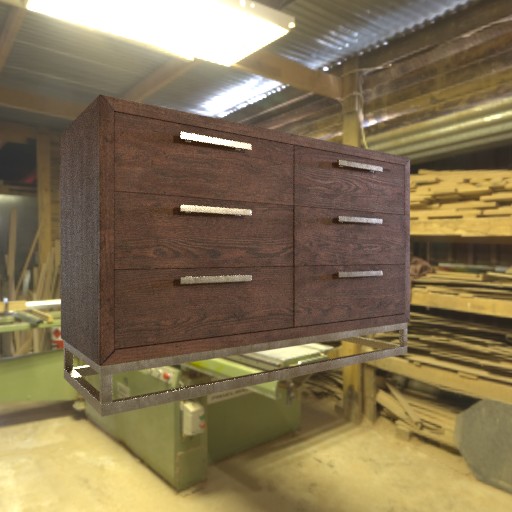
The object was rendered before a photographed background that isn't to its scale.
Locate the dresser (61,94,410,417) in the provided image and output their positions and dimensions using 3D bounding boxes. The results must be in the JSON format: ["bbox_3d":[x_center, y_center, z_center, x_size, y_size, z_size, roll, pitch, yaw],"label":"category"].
[{"bbox_3d":[0.000,0.000,2.153,1.646,1.061,0.623,0,0,-35],"label":"dresser"}]
